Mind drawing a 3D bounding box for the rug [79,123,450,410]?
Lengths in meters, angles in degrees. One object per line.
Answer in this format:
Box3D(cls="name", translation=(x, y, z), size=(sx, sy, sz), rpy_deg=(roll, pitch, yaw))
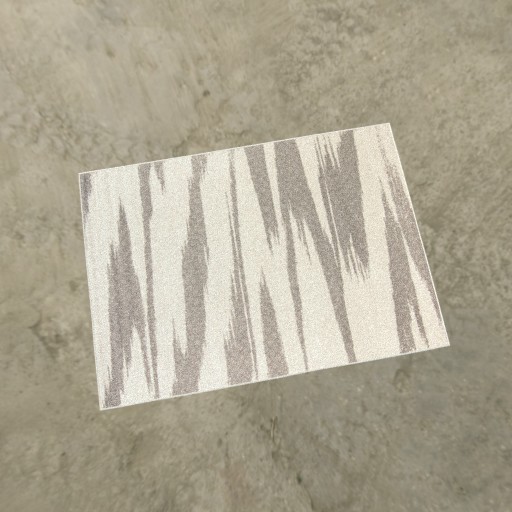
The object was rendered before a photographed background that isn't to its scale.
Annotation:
Box3D(cls="rug", translation=(0.000, 0.000, 2.830), size=(2.142, 0.010, 1.533), rpy_deg=(-10, 77, -2))
